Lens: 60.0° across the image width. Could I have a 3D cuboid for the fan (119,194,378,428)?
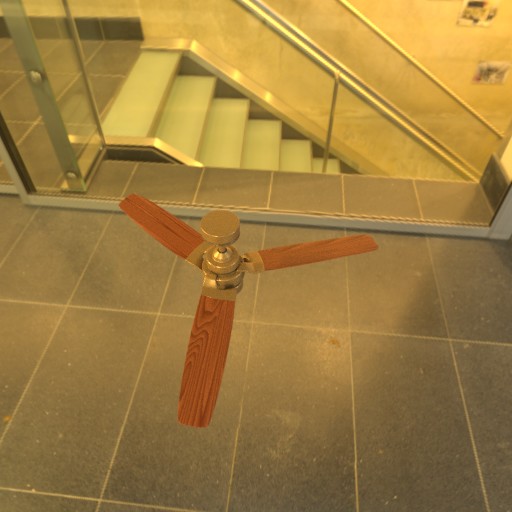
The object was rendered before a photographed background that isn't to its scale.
[{"bbox_3d":[0.000,0.000,2.084,1.271,0.425,1.416,-10,48,-9],"label":"fan"}]
